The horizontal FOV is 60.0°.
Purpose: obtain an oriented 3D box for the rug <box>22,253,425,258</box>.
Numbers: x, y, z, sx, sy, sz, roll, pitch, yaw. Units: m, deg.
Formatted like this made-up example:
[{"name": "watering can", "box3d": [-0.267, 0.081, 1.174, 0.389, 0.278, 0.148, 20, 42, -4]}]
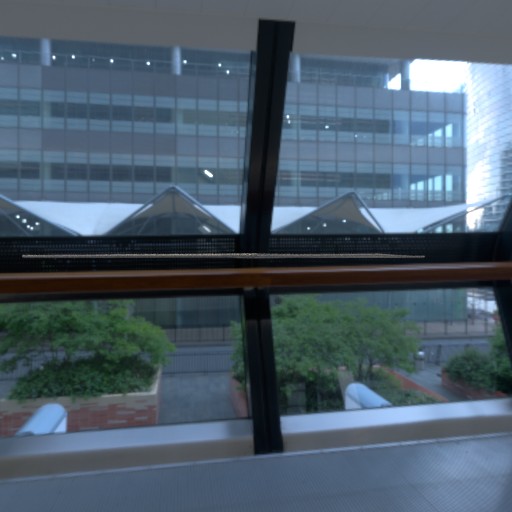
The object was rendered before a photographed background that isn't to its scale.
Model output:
[{"name": "rug", "box3d": [0.000, 0.000, 2.966, 1.604, 0.030, 2.307, 0, 0, 35]}]
